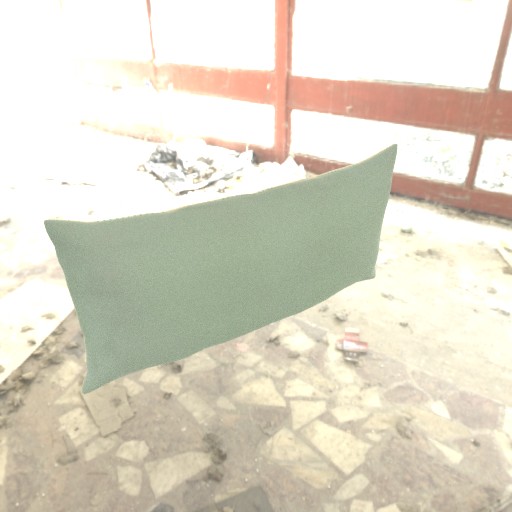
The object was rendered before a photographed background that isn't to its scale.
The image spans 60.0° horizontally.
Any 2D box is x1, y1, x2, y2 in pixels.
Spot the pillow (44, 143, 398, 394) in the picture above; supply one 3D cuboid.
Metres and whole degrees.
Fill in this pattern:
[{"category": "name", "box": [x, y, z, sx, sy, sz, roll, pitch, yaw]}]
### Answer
[{"category": "pillow", "box": [0.000, 0.000, 0.731, 0.610, 0.287, 0.151, -18, 33, -29]}]
